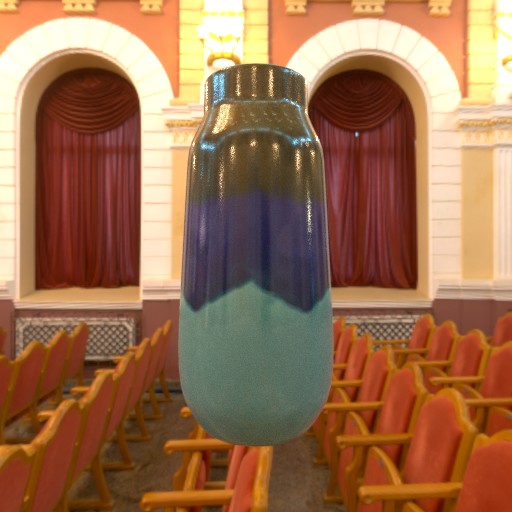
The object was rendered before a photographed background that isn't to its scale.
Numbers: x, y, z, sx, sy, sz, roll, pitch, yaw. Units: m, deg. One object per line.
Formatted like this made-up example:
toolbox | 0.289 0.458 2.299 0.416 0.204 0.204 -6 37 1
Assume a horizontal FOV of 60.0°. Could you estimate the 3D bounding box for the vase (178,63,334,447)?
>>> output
vase | 0.000 0.000 0.402 0.139 0.313 0.139 0 0 0
